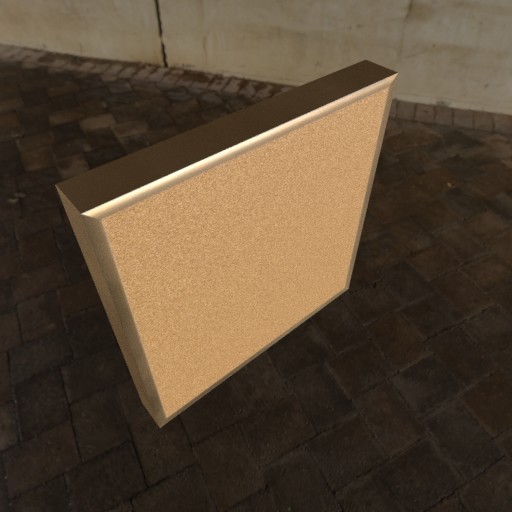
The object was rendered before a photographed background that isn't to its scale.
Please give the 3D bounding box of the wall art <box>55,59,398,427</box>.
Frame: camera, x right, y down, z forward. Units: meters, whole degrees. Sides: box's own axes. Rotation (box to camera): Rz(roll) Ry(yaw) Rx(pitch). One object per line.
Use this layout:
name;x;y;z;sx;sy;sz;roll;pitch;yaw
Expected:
wall art;0.000;0.000;0.451;0.305;0.303;0.038;-31;53;-27
